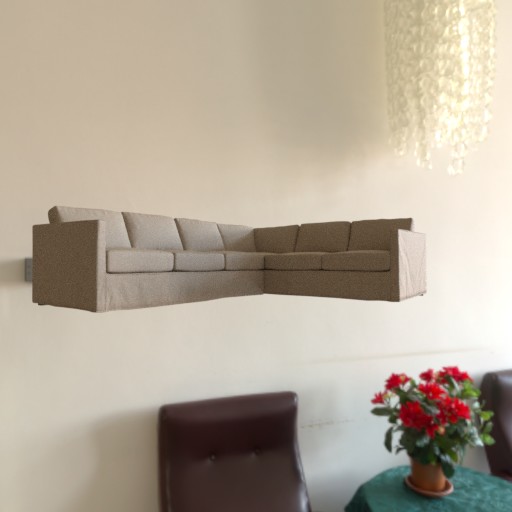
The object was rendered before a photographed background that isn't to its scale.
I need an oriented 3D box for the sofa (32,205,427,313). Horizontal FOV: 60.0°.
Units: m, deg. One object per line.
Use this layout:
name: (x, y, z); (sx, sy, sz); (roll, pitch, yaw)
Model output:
sofa: (0.000, 0.000, 4.340); (2.432, 0.871, 3.182); (-1, -1, 36)
